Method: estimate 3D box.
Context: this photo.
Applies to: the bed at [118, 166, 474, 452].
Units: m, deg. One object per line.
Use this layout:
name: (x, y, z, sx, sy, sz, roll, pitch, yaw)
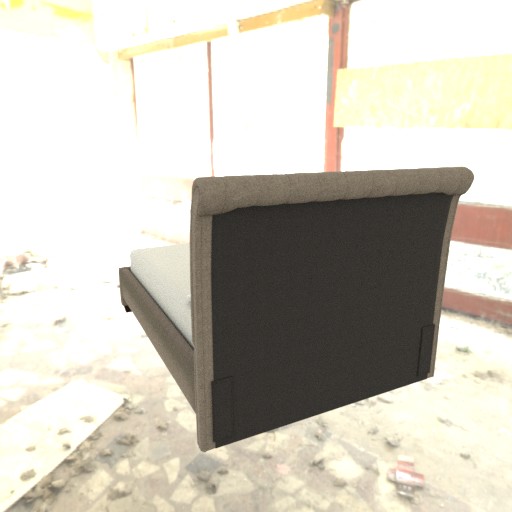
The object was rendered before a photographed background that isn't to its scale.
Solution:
bed: (0.000, 0.000, 3.279, 1.645, 1.371, 2.252, -7, 17, -26)
